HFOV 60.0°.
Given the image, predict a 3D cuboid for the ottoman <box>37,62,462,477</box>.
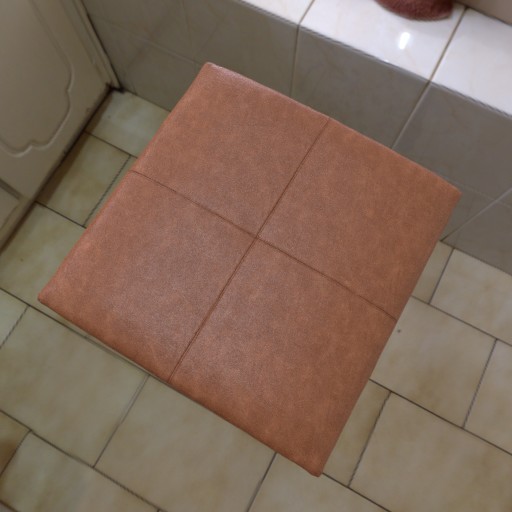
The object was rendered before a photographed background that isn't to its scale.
[{"bbox_3d":[0.000,0.000,1.574,1.013,0.442,1.016,30,77,8],"label":"ottoman"}]
